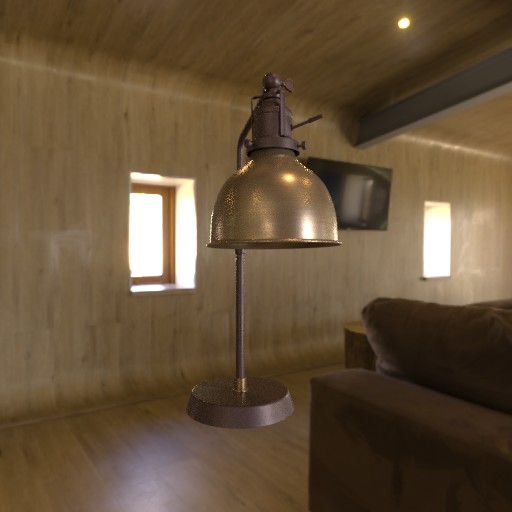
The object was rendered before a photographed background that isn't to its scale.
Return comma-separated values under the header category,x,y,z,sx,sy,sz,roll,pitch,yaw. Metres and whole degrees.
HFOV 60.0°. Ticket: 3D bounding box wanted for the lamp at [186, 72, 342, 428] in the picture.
category,x,y,z,sx,sy,sz,roll,pitch,yaw
lamp,0.000,0.000,0.620,0.175,0.469,0.298,0,1,-18
